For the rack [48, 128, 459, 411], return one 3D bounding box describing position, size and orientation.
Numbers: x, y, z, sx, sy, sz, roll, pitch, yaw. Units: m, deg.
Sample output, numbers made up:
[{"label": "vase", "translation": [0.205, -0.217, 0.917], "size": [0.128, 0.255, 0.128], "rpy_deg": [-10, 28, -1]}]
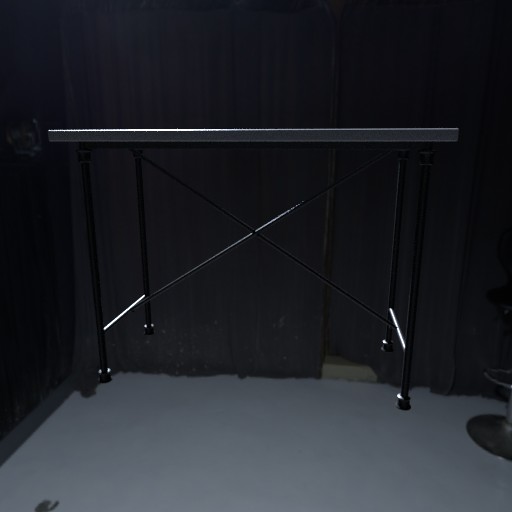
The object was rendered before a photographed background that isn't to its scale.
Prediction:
[{"label": "rack", "translation": [0.000, 0.000, 1.632], "size": [1.159, 0.880, 0.613], "rpy_deg": [2, 15, 9]}]
